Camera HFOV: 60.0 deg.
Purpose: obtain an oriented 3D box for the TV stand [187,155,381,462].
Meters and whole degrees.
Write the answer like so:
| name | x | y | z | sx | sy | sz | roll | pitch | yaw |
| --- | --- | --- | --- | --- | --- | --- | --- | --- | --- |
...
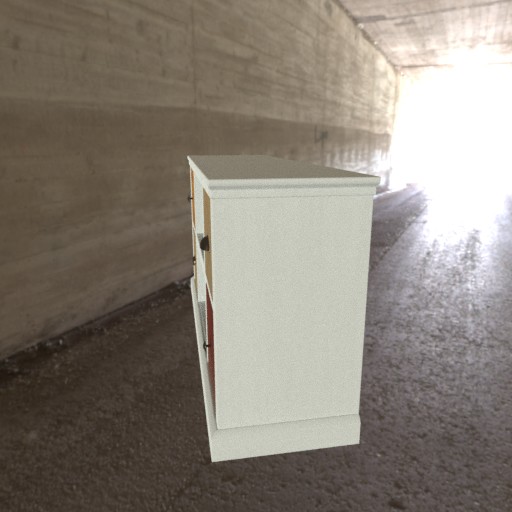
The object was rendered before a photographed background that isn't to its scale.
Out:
| name | x | y | z | sx | sy | sz | roll | pitch | yaw |
| --- | --- | --- | --- | --- | --- | --- | --- | --- | --- |
| TV stand | 0.000 | 0.000 | 1.503 | 0.424 | 0.624 | 1.187 | -3 | 15 | -10 |
